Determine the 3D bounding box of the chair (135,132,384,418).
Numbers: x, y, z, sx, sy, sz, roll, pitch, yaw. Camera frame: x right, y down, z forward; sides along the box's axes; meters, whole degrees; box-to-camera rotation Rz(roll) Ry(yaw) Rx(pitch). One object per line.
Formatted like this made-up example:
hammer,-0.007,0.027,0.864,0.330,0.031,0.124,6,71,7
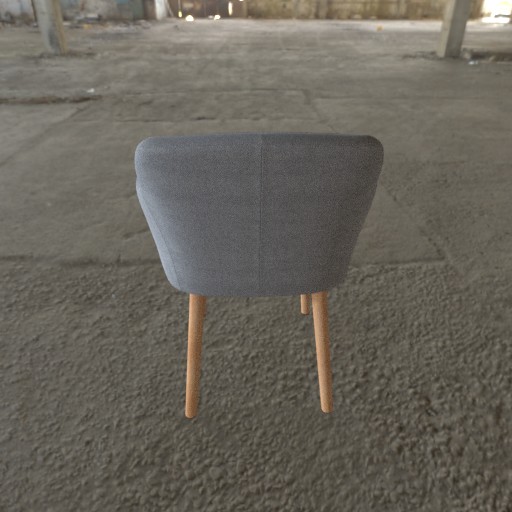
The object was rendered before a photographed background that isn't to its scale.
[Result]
chair,0.000,0.000,1.186,0.570,0.780,0.540,-1,30,-2
